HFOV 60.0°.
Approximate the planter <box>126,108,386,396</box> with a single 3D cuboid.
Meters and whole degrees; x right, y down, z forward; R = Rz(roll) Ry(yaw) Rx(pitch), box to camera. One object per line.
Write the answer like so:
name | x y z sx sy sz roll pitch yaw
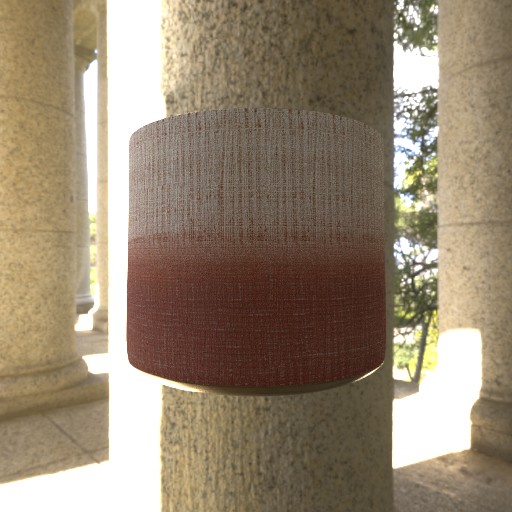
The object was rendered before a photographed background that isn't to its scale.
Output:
planter | 0.000 0.000 0.450 0.254 0.221 0.254 0 0 0
